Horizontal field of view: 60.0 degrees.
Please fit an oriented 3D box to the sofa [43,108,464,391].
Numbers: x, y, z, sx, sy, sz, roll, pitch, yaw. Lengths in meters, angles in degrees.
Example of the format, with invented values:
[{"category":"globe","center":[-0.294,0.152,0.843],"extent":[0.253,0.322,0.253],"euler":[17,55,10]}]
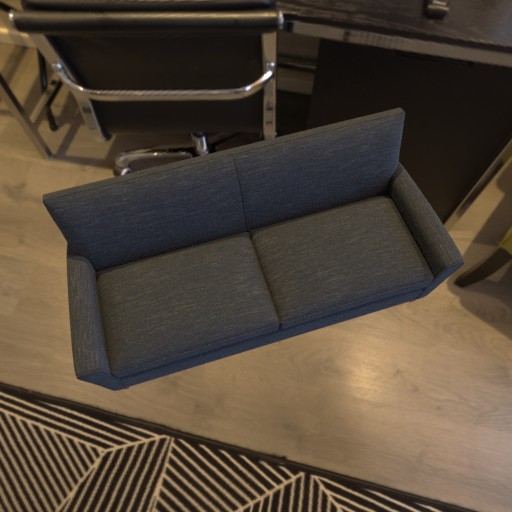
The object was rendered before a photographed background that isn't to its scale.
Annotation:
[{"category":"sofa","center":[0.000,0.000,2.458],"extent":[1.976,0.846,0.875],"euler":[-15,65,-7]}]
